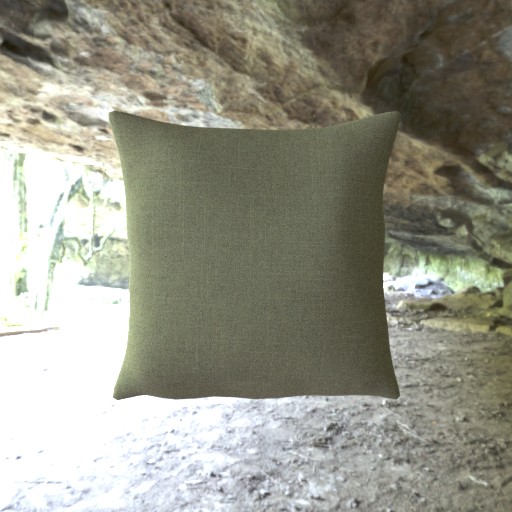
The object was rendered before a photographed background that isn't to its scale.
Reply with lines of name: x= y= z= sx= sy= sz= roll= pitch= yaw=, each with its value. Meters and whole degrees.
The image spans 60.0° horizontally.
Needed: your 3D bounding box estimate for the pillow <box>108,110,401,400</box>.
pillow: x=0.000 y=0.000 z=0.665 sx=0.435 sy=0.432 sz=0.138 roll=0 pitch=0 yaw=-1
